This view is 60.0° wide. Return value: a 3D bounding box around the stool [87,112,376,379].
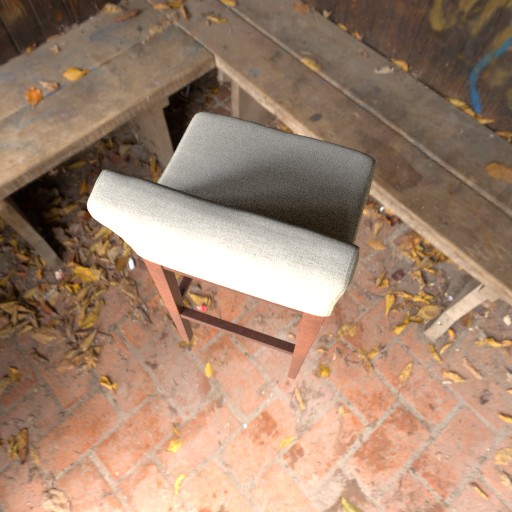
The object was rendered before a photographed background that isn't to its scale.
[{"bbox_3d":[0.000,0.000,1.326,0.511,1.037,0.500,17,65,8],"label":"stool"}]
